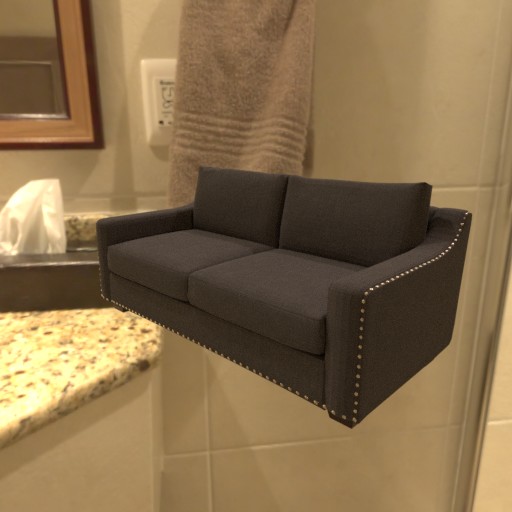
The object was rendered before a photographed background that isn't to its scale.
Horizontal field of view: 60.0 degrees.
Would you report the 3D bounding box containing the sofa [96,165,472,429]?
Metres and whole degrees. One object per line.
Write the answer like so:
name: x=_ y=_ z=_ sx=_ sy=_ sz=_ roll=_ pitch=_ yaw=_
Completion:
sofa: x=0.000 y=0.000 z=3.305 sx=2.550 sy=1.196 sz=1.336 roll=14 pitch=21 yaw=42
